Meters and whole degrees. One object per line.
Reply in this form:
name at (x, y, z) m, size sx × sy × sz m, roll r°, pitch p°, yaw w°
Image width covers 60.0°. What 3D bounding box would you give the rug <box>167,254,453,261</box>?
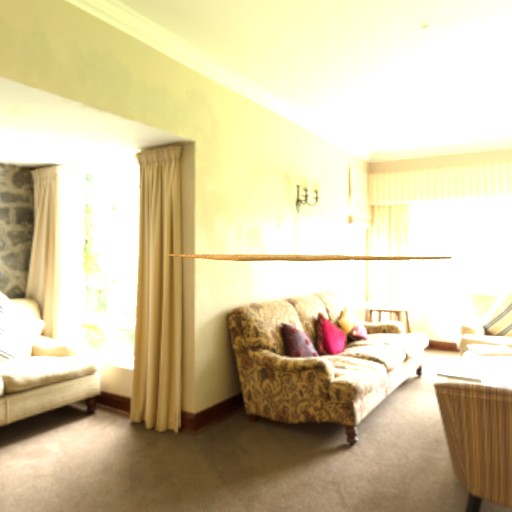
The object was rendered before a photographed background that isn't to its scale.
rug at (0.000, 0.000, 2.701) m, size 0.857 × 0.018 × 2.383 m, roll 0°, pitch 0°, yaw -17°
